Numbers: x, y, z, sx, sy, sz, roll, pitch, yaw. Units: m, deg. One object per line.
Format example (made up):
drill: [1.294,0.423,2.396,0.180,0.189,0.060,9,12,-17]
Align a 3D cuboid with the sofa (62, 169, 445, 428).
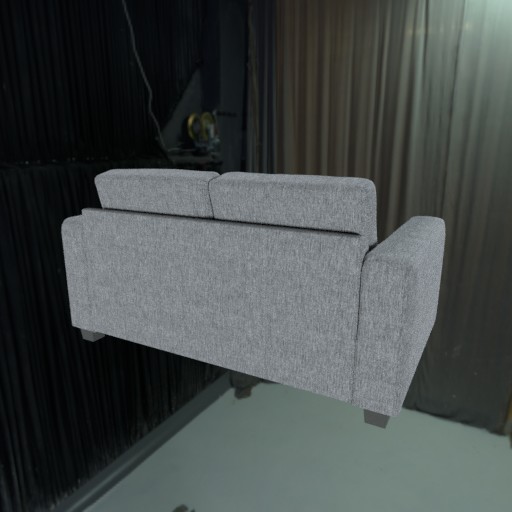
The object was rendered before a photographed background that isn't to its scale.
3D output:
sofa: [0.000,0.000,2.030,1.520,0.800,0.900,8,17,28]
